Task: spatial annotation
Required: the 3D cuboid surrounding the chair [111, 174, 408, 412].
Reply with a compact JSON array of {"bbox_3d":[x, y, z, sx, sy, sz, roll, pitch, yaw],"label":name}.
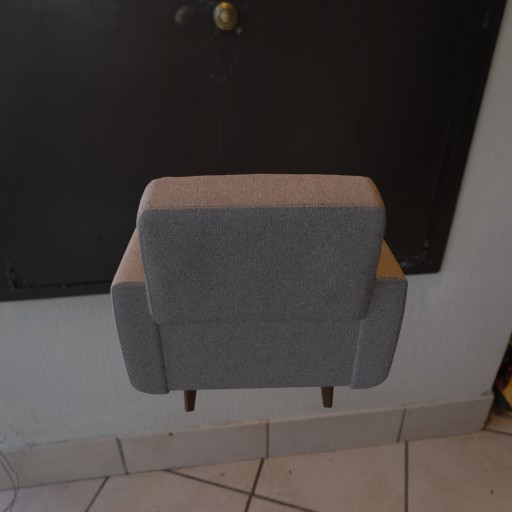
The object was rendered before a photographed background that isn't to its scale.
[{"bbox_3d":[0.000,0.000,1.593,0.831,0.839,0.907,-1,31,-2],"label":"chair"}]
